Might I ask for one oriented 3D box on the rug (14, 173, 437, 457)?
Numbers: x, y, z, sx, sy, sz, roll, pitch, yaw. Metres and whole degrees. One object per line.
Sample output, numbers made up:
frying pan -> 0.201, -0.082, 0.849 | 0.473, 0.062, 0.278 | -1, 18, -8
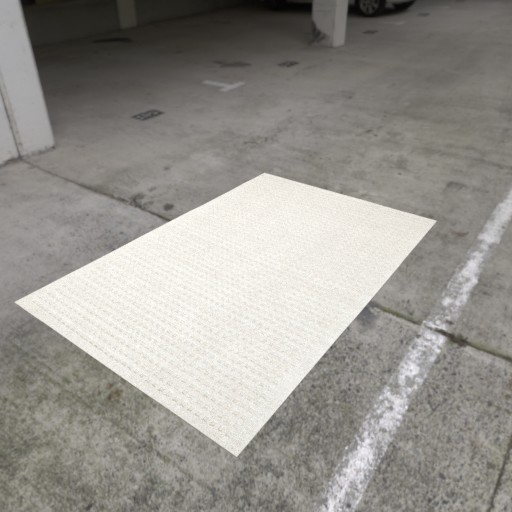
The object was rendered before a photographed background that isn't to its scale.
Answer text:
rug -> 0.000, 0.000, 2.766 | 1.523, 0.006, 2.289 | 22, 38, 30
